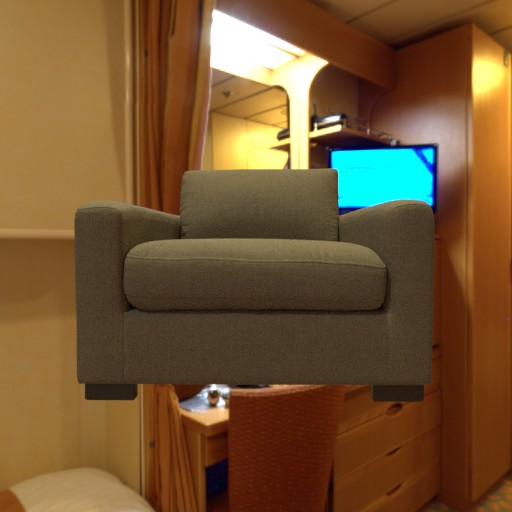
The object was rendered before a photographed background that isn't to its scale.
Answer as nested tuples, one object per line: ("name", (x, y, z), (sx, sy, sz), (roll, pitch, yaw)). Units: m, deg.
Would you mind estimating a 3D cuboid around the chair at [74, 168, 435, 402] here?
("chair", (0.000, 0.000, 1.822), (1.070, 0.847, 1.100), (0, 1, 1))
